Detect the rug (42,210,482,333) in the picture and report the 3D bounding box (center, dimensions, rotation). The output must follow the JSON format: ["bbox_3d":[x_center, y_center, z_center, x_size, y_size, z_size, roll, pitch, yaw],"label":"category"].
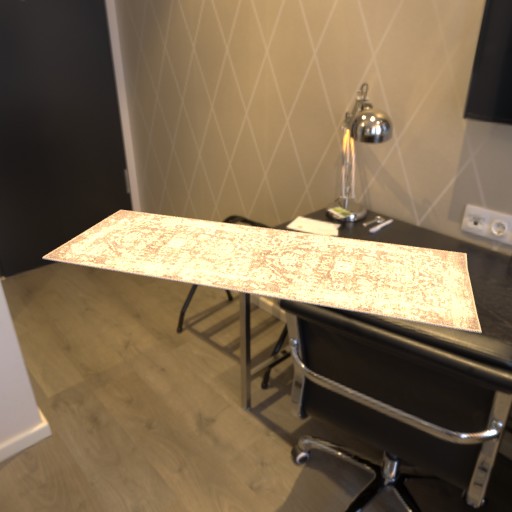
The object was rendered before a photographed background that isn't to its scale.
[{"bbox_3d":[0.000,0.000,2.705,2.452,0.017,0.855,8,28,16],"label":"rug"}]
